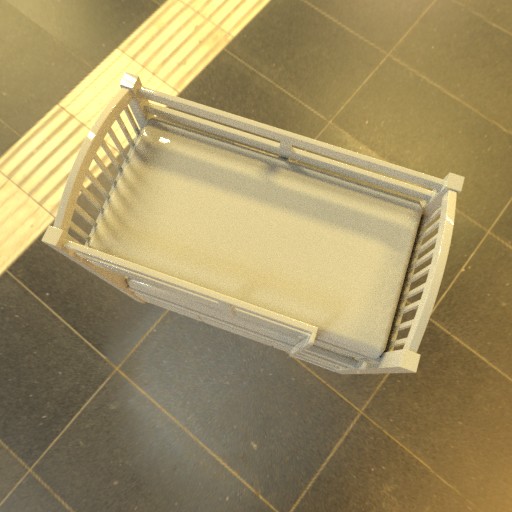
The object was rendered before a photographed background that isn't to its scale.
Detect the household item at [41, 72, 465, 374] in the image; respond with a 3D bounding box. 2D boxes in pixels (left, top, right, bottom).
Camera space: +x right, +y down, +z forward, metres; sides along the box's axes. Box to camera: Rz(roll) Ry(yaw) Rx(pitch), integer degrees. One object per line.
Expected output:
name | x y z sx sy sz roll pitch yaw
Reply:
household item | 0.000 0.000 3.269 2.032 2.032 1.143 19 76 5
